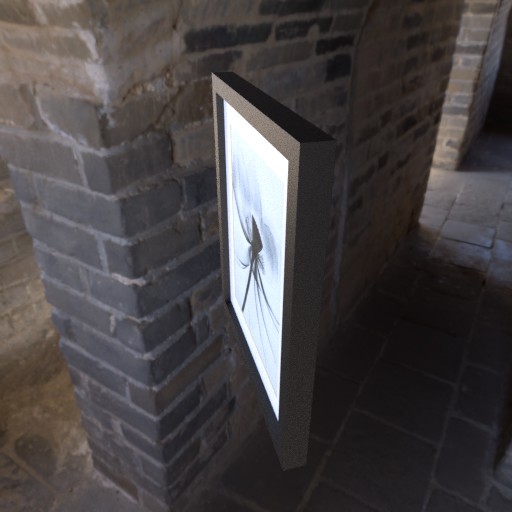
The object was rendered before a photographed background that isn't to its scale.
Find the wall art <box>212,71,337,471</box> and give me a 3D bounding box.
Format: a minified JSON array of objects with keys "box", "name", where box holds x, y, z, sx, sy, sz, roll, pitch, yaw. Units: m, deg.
[{"box":[0.000,0.000,0.552,0.029,0.381,0.330,-8,32,-13],"name":"wall art"}]
